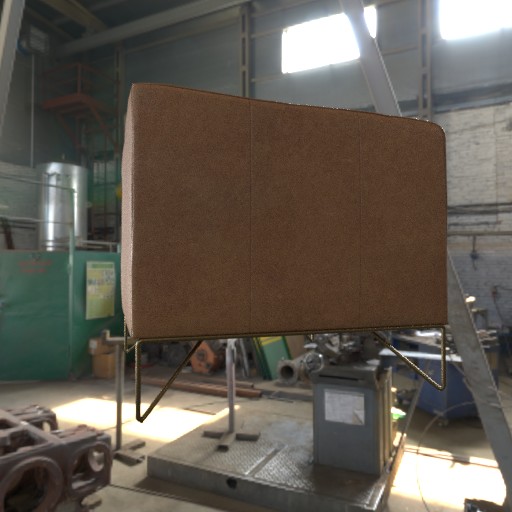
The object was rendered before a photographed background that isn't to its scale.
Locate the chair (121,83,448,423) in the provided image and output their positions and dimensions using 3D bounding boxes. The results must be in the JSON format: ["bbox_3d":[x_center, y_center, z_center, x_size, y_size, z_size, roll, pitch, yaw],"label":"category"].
[{"bbox_3d":[0.000,0.000,1.578,0.912,0.797,0.920,0,-1,-18],"label":"chair"}]
